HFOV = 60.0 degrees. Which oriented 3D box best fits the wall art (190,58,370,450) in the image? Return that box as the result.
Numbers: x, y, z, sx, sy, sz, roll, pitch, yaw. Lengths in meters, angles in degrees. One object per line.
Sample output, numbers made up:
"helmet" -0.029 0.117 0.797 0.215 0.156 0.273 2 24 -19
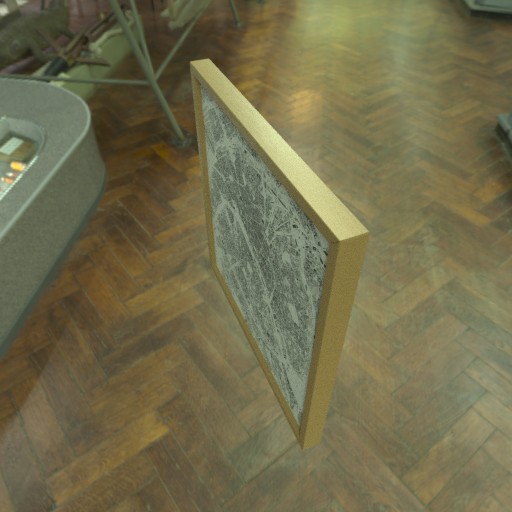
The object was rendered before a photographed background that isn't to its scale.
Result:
"wall art" 0.000 0.000 0.791 0.036 0.509 0.509 -17 47 -16
